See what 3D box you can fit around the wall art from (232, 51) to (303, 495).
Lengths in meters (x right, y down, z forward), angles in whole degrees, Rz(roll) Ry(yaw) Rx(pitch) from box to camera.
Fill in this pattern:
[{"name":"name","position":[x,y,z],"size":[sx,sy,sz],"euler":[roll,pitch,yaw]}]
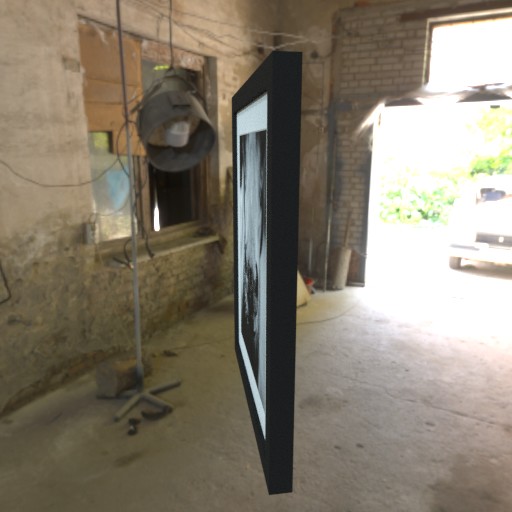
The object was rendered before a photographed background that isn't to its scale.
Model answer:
[{"name":"wall art","position":[0.000,0.000,0.547],"size":[0.024,0.404,0.329],"euler":[-2,14,-8]}]
